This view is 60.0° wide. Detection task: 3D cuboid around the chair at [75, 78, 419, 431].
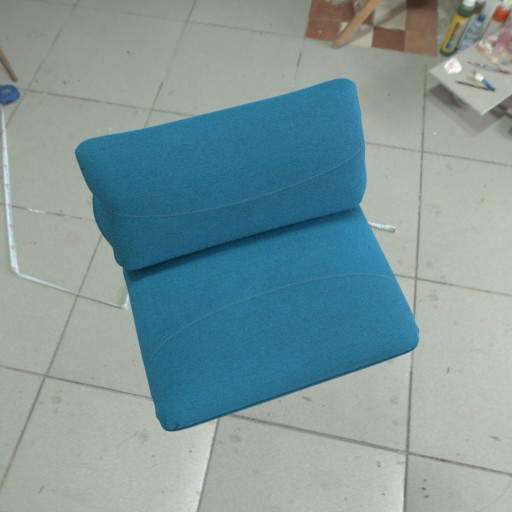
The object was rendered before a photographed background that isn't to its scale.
[{"bbox_3d":[0.000,0.000,1.324,0.820,0.580,0.780,-16,65,-8],"label":"chair"}]
